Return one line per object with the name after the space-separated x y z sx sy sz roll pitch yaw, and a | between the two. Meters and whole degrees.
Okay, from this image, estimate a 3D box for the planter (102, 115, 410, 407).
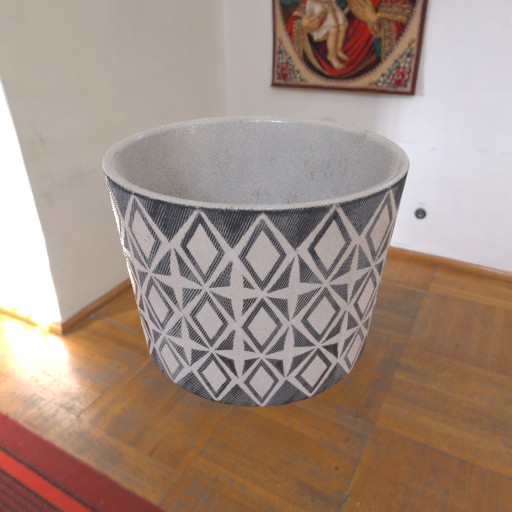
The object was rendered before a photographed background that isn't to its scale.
0.000 0.000 0.446 0.260 0.220 0.260 0 30 0 | planter
